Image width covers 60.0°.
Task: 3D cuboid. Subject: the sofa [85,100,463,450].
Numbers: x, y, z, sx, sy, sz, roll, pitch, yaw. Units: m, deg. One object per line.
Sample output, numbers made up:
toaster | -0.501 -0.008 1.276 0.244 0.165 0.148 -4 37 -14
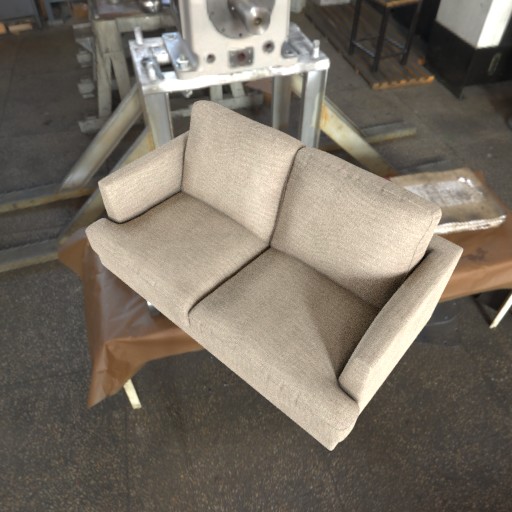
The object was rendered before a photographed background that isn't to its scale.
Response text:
sofa | 0.000 0.000 2.126 1.582 0.944 0.903 33 55 27
